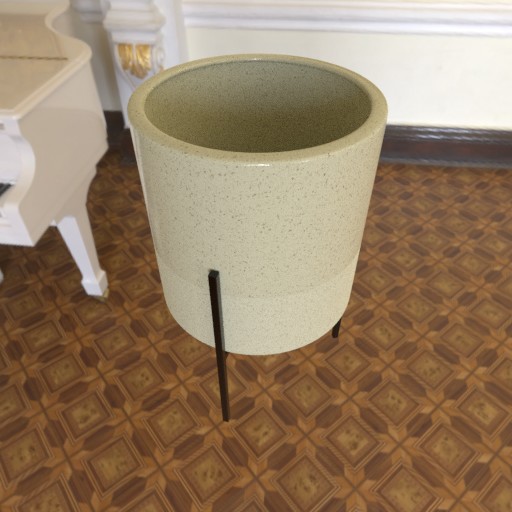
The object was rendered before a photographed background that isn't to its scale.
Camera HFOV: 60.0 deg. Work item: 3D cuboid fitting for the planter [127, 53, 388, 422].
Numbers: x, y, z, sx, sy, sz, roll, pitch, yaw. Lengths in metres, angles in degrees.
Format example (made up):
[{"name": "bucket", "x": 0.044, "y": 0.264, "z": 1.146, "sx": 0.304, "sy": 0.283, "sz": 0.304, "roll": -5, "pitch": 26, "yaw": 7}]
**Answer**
[{"name": "planter", "x": 0.000, "y": 0.000, "z": 0.532, "sx": 0.234, "sy": 0.390, "sz": 0.243, "roll": 13, "pitch": 44, "yaw": 14}]
